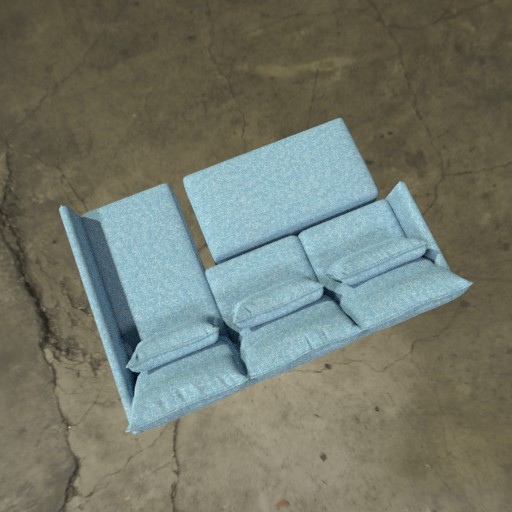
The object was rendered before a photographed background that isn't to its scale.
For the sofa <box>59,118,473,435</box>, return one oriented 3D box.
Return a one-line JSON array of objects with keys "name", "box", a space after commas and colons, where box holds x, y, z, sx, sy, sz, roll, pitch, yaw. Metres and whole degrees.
[{"name": "sofa", "box": [0.000, 0.000, 2.800, 2.034, 0.899, 1.420, -22, 78, -5]}]
